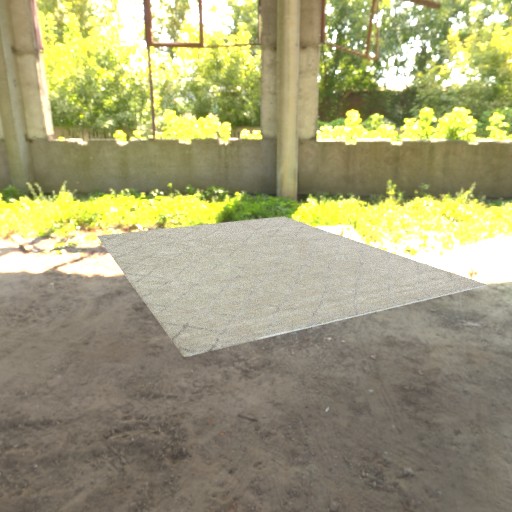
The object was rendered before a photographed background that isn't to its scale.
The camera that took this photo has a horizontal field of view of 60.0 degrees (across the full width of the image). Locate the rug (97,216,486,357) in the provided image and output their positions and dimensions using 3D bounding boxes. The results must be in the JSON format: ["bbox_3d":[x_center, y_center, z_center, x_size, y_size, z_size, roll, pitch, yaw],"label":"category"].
[{"bbox_3d":[0.000,0.000,4.171,2.420,0.019,3.038,-8,18,-26],"label":"rug"}]
